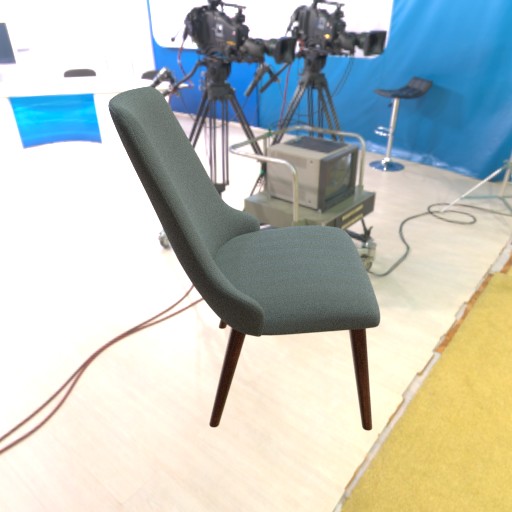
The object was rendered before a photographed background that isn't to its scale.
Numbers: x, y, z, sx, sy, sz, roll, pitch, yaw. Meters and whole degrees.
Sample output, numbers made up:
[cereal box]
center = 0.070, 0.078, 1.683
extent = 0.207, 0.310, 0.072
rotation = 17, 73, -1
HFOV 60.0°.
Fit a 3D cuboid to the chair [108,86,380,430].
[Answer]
[chair]
center = 0.000, 0.000, 1.323
extent = 0.707, 0.918, 0.535
rotation = 0, 30, 0
